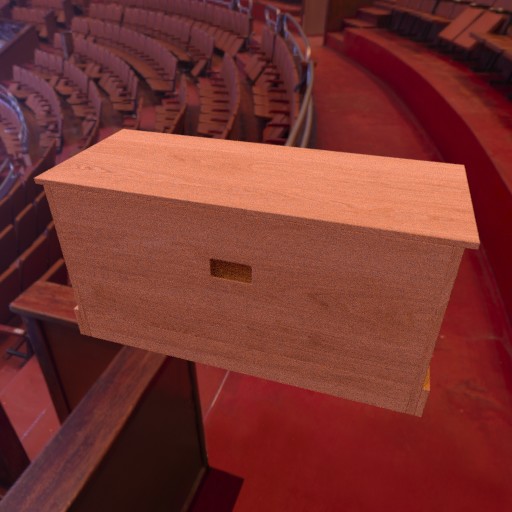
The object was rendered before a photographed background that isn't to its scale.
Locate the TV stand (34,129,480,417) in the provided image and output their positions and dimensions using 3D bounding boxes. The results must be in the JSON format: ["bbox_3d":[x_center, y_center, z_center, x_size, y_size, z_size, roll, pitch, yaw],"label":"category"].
[{"bbox_3d":[0.000,0.000,1.347,1.080,0.550,0.440,10,35,15],"label":"TV stand"}]
